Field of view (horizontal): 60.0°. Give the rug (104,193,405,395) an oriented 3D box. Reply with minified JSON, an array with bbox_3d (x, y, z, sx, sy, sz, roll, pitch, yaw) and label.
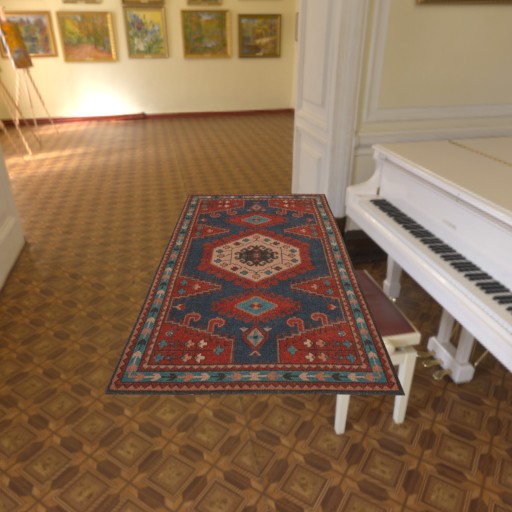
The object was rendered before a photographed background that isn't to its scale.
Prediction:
[{"bbox_3d":[0.000,0.000,3.584,1.522,0.034,3.032,0,27,0],"label":"rug"}]
